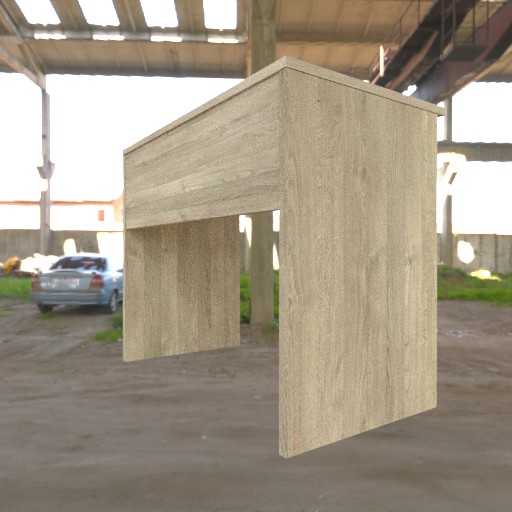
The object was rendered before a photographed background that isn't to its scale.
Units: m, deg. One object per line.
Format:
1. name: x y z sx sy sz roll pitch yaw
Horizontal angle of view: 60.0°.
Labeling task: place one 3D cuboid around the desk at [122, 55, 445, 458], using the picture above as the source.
1. desk: 0.000 0.000 1.302 0.498 0.724 0.893 0 1 -35
